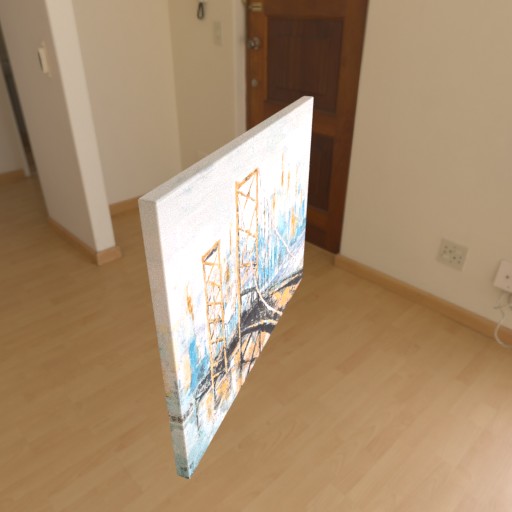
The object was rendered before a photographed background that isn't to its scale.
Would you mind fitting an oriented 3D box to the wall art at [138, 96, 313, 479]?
[{"bbox_3d":[0.000,0.000,1.350,0.038,0.762,1.016,11,32,19],"label":"wall art"}]
